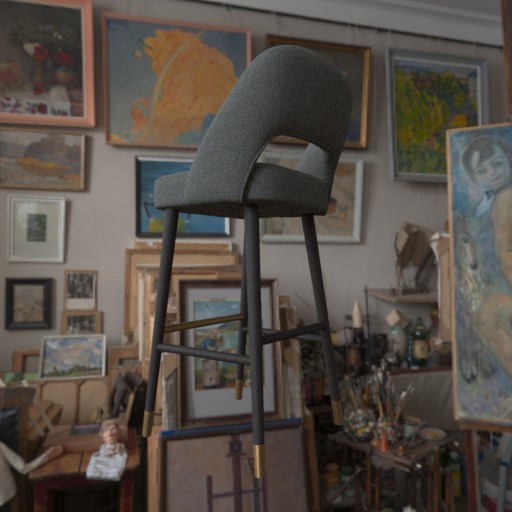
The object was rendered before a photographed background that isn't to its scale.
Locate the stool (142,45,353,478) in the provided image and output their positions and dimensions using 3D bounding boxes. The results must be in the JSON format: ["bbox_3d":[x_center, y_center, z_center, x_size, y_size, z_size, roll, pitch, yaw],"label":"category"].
[{"bbox_3d":[0.000,0.000,1.372,0.524,1.089,0.536,0,0,37],"label":"stool"}]
